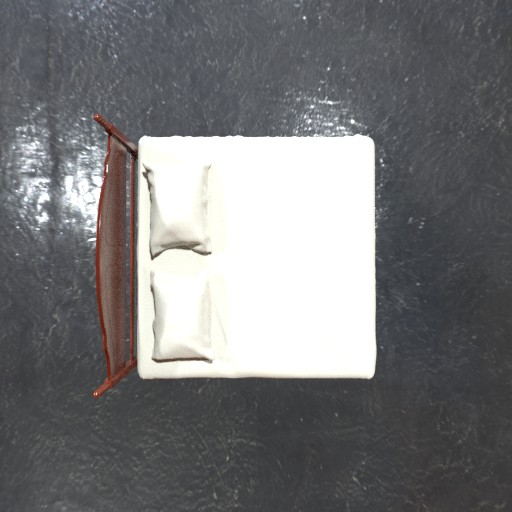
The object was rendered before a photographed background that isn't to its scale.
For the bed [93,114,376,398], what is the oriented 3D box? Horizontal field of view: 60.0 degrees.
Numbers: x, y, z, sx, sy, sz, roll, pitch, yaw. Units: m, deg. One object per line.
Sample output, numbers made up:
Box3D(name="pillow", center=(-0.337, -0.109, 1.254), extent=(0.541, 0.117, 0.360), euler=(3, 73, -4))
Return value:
Box3D(name="bed", center=(0.000, 0.000, 3.635), extent=(2.219, 1.355, 2.322), euler=(0, 89, 0))
